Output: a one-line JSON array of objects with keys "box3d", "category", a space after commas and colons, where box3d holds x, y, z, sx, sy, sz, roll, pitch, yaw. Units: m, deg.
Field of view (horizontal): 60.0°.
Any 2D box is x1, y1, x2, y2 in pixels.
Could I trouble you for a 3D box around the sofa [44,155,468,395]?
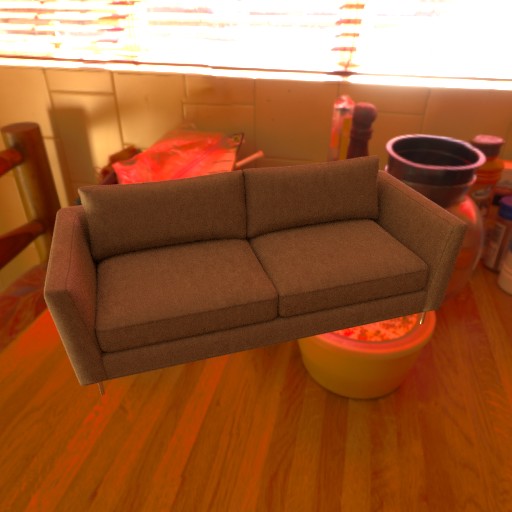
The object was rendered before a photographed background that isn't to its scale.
[{"box3d": [0.000, 0.000, 2.577, 2.121, 0.864, 0.889, -9, 33, -15], "category": "sofa"}]
